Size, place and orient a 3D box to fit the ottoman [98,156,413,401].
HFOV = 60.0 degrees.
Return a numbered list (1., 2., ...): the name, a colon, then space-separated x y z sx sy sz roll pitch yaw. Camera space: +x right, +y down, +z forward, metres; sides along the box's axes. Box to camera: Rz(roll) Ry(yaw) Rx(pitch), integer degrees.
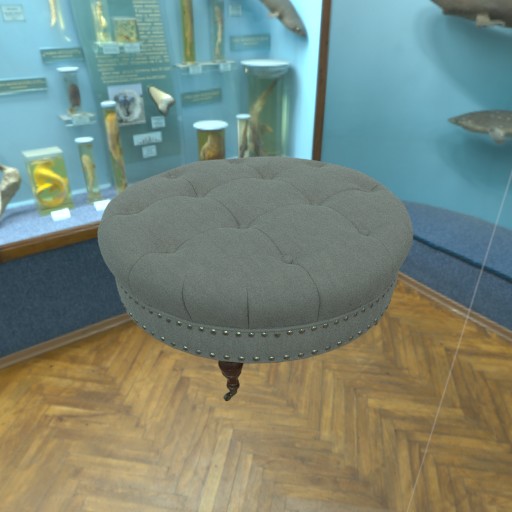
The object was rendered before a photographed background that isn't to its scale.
1. ottoman: 0.000 0.000 1.391 0.901 0.439 0.901 0 31 0
